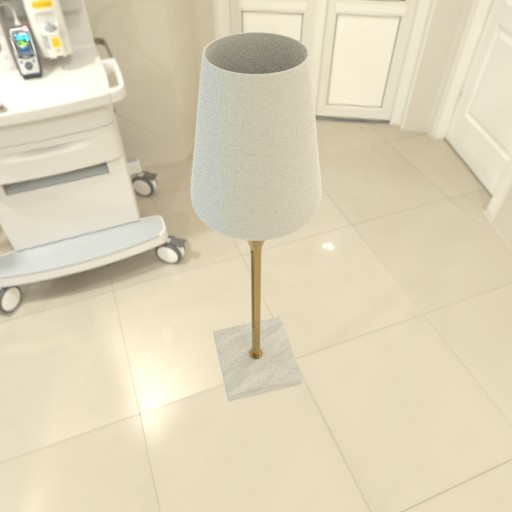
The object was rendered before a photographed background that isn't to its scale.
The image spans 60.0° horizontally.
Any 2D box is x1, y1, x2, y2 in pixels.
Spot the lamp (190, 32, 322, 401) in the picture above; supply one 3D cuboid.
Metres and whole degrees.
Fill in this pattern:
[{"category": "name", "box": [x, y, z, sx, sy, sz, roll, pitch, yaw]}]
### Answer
[{"category": "lamp", "box": [0.000, 0.000, 0.710, 0.181, 0.639, 0.181, -10, 47, -10]}]
